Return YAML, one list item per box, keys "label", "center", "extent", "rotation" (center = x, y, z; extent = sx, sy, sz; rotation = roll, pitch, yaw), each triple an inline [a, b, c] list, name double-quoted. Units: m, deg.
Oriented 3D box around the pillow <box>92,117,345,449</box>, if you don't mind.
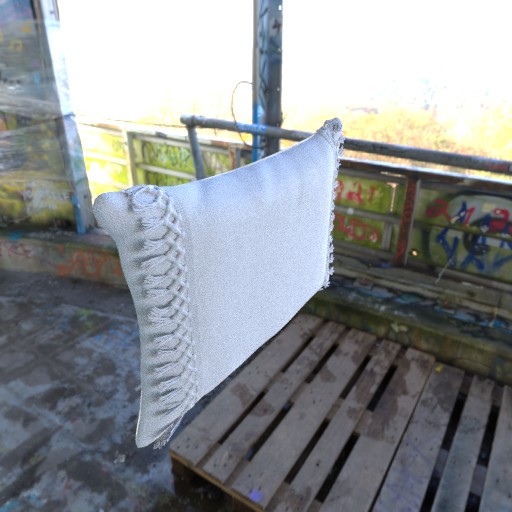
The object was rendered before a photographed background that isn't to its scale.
- label: "pillow"
  center: [0.000, 0.000, 0.600]
  extent: [0.084, 0.305, 0.466]
  rotation: [18, 32, 31]
